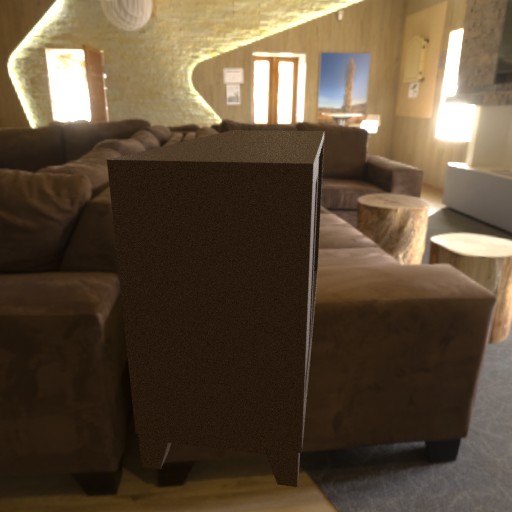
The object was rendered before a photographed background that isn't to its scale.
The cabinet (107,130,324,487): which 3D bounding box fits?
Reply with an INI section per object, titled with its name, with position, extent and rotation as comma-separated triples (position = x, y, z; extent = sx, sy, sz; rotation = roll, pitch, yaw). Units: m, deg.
[cabinet]
position = 0.000, 0.000, 1.800
extent = 0.482, 0.914, 1.396
rotation = 3, 19, 9
